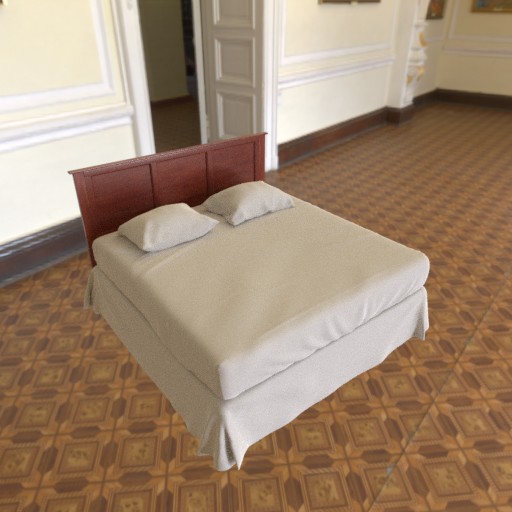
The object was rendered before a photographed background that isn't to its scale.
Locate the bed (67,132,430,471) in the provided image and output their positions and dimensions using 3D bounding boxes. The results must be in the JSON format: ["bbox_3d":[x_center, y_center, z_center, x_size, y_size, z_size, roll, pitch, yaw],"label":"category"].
[{"bbox_3d":[0.000,0.000,3.600,2.314,1.271,2.219,-21,36,-32],"label":"bed"}]
